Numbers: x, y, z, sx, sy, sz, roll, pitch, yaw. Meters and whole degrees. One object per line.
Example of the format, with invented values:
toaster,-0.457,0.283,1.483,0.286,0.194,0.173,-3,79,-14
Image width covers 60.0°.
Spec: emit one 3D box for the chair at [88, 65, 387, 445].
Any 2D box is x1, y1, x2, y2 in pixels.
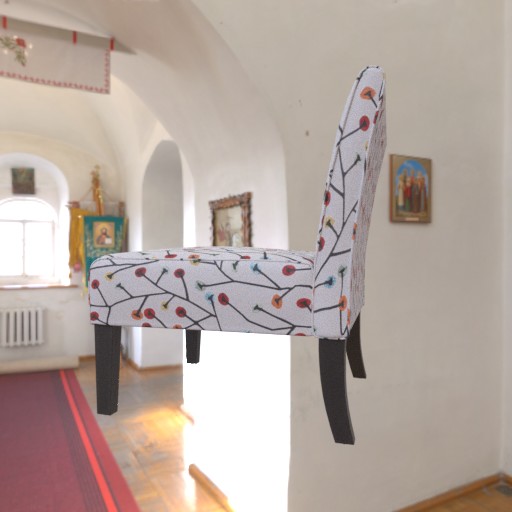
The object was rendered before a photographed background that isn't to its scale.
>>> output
chair,0.000,0.000,1.300,0.732,0.813,0.597,0,1,17
